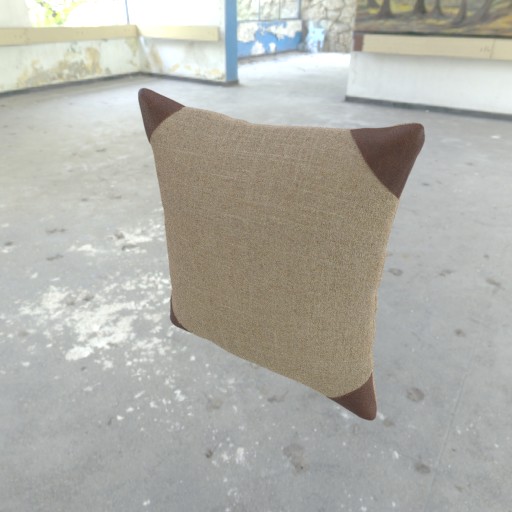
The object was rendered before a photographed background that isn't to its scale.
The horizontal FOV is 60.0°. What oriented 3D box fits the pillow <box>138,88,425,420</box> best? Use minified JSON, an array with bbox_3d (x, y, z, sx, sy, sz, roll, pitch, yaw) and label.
[{"bbox_3d":[0.000,0.000,0.675,0.437,0.448,0.147,18,34,28],"label":"pillow"}]
